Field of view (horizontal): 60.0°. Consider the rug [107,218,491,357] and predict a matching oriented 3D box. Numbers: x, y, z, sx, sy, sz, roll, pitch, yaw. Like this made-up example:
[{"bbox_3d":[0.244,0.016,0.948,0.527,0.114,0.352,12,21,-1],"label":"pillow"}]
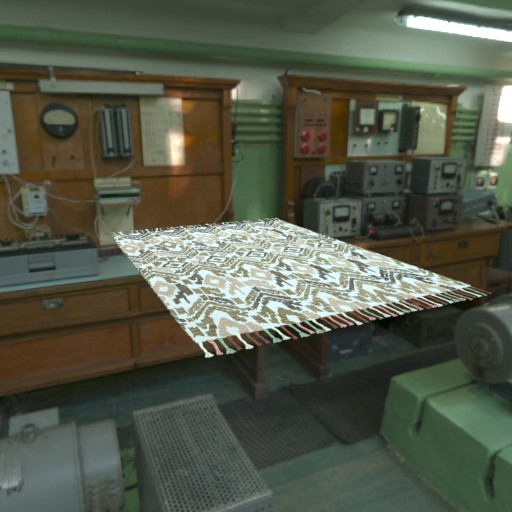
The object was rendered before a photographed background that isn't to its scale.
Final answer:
[{"bbox_3d":[0.000,0.000,2.268,1.219,0.008,1.829,-7,17,-25],"label":"rug"}]
